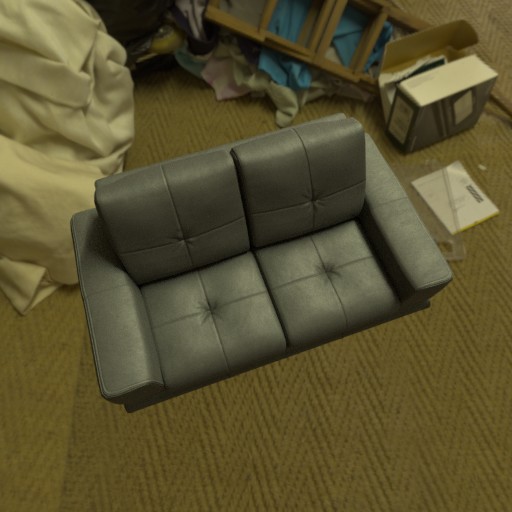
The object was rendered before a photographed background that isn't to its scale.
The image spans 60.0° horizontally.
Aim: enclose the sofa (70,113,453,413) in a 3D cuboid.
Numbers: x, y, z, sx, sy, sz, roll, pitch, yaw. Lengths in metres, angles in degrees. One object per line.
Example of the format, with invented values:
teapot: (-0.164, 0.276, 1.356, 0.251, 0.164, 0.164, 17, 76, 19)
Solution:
sofa: (0.000, 0.000, 2.350, 1.806, 0.907, 1.018, -17, 65, -8)
